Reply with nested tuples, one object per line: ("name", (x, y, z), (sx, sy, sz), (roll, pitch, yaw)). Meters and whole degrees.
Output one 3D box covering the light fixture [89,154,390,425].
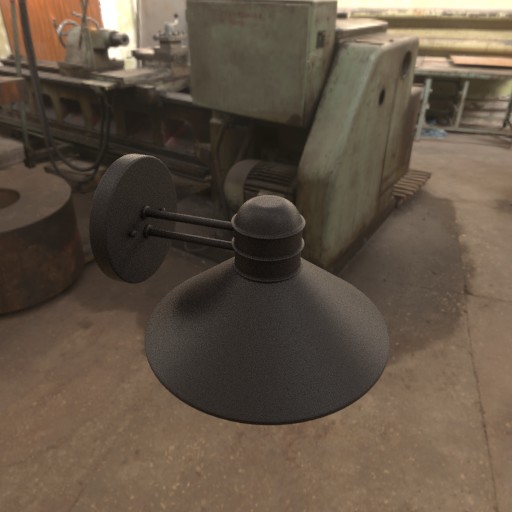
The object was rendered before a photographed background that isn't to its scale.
("light fixture", (0.000, 0.000, 0.677), (0.434, 0.265, 0.396), (10, 32, 17))
